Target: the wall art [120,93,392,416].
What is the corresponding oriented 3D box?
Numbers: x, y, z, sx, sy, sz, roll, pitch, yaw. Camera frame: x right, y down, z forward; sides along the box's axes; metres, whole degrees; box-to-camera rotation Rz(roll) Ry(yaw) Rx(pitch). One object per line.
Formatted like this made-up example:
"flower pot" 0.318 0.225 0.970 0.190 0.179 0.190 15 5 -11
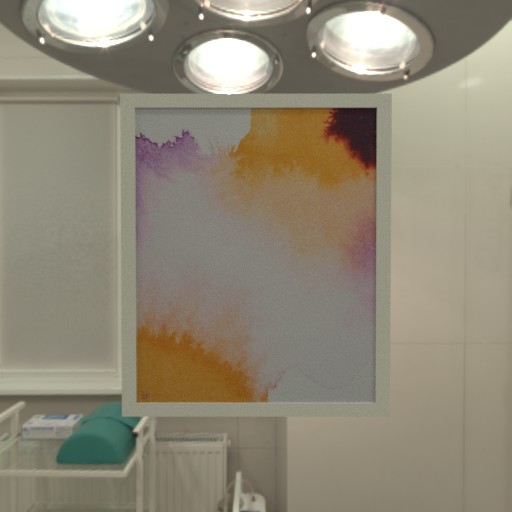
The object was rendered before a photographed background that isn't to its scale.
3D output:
"wall art" 0.000 0.000 0.633 0.382 0.456 0.013 0 1 0
